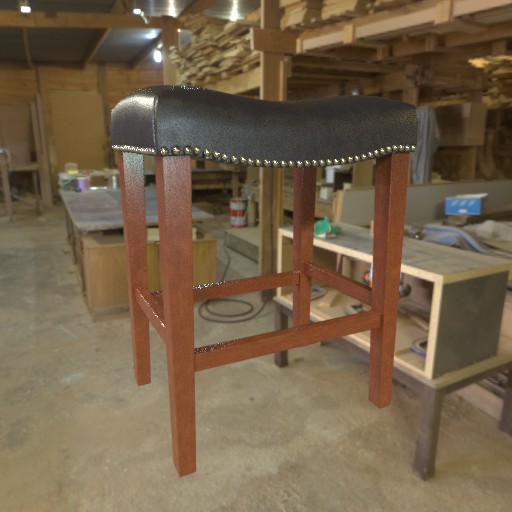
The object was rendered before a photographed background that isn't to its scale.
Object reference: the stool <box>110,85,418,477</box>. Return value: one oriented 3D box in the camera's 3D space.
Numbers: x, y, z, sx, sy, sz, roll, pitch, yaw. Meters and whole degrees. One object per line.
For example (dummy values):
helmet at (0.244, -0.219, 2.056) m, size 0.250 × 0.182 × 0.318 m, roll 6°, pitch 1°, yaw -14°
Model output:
stool at (0.000, 0.000, 0.943) m, size 0.504 × 0.654 × 0.372 m, roll -7°, pitch 17°, yaw -26°
